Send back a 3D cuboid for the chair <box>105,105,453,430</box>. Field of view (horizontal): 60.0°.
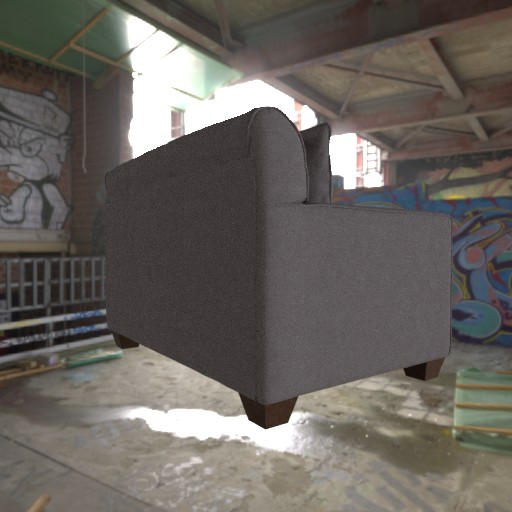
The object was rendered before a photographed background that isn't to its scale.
[{"bbox_3d":[0.000,0.000,2.028,0.992,0.953,1.395,-1,2,-36],"label":"chair"}]
